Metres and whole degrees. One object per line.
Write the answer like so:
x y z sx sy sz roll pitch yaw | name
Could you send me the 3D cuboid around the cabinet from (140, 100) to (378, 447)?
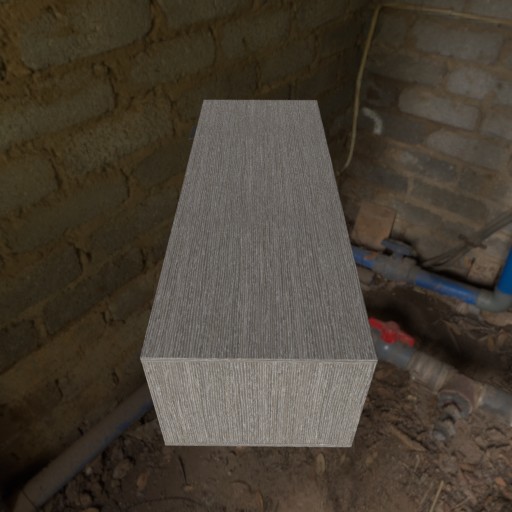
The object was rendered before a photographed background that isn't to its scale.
0.000 0.000 1.571 0.500 0.599 1.300 0 41 0 | cabinet
